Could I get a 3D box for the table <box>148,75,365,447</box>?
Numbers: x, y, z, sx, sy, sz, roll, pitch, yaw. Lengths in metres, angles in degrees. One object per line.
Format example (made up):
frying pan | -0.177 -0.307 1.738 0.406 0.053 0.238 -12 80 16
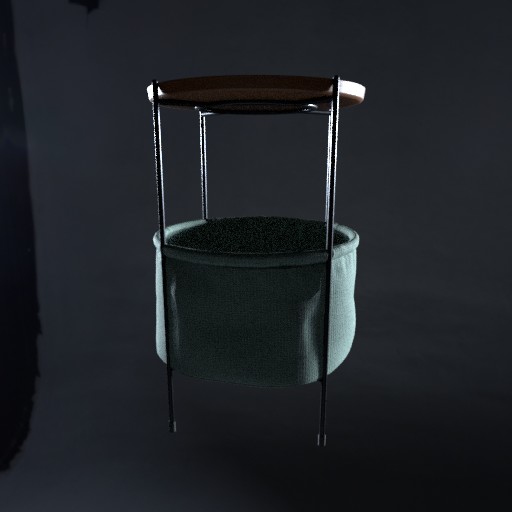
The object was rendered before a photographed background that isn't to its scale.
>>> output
table | 0.000 0.000 0.880 0.400 0.623 0.400 2 14 8
